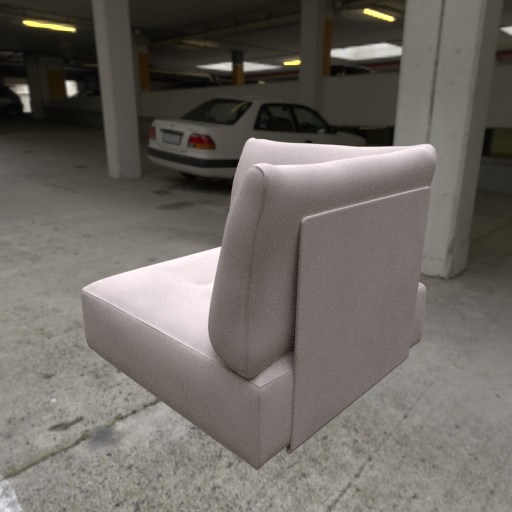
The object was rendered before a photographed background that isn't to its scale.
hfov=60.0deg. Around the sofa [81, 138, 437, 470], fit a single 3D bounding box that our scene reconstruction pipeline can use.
[{"bbox_3d":[0.000,0.000,1.676,1.000,0.820,1.000,16,23,41],"label":"sofa"}]
